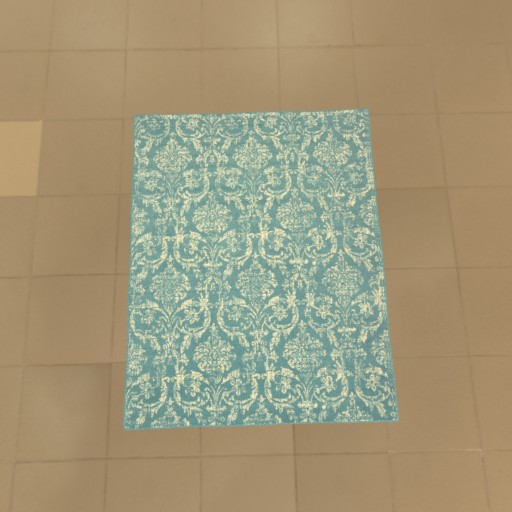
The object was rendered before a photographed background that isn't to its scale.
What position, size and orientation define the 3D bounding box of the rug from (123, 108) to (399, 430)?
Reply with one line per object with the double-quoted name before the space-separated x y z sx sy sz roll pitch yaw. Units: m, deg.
"rug" 0.000 0.000 4.124 2.363 0.012 2.980 -2 77 0
